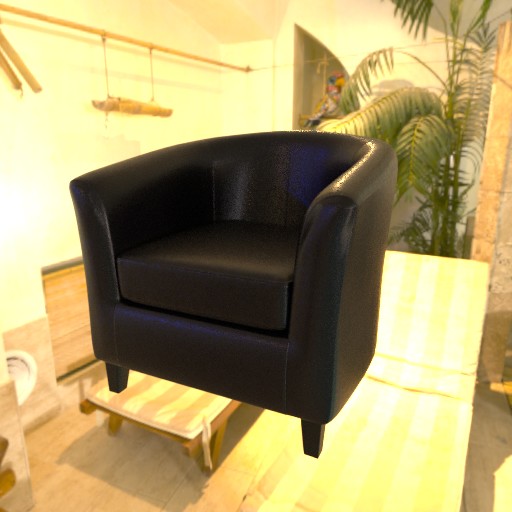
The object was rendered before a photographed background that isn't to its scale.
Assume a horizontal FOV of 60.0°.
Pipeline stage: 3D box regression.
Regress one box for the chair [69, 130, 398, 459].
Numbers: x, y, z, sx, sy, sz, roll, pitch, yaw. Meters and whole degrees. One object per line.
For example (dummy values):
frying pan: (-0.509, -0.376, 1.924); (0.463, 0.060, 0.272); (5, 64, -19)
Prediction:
chair: (0.000, 0.000, 1.376); (0.793, 0.756, 0.727); (7, 17, 25)
